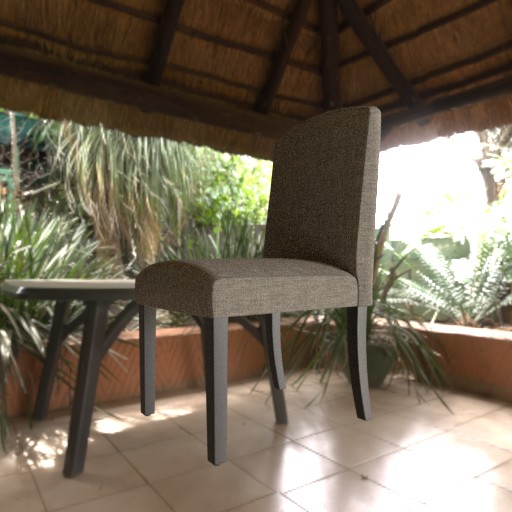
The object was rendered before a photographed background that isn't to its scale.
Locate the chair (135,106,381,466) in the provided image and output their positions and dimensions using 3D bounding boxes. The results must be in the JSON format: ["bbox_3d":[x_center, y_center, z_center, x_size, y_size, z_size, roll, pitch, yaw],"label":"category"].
[{"bbox_3d":[0.000,0.000,1.270,0.580,0.917,0.451,1,-2,-36],"label":"chair"}]
